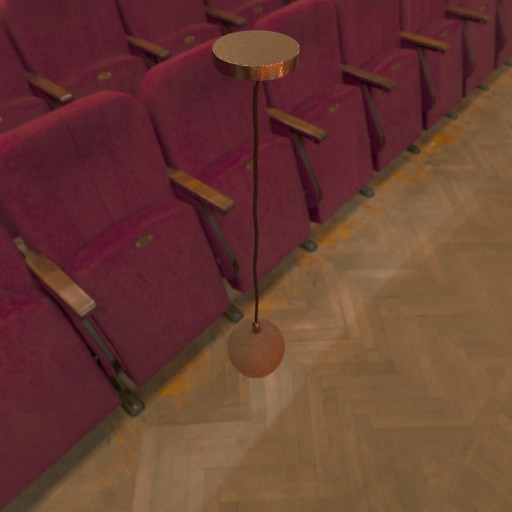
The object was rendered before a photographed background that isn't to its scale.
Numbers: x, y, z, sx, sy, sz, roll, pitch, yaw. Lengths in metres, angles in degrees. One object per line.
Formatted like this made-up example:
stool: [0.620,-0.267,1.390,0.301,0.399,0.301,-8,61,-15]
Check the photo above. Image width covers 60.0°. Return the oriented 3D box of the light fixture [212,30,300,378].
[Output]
light fixture: [0.000,0.000,0.832,0.139,0.764,0.139,33,55,27]
